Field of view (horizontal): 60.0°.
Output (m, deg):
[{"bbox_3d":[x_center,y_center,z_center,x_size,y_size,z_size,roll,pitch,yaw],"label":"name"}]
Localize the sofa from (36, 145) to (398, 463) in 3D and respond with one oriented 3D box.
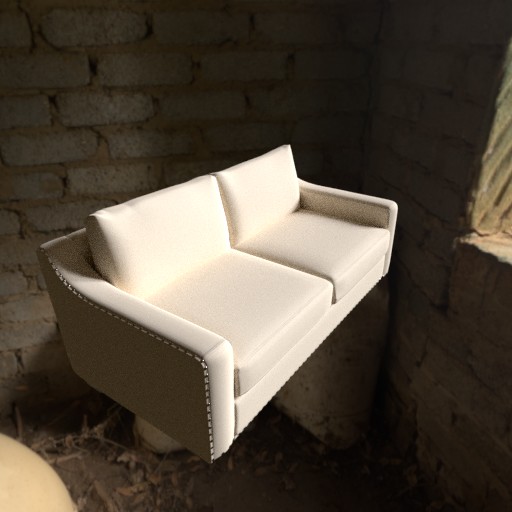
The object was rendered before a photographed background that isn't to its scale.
[{"bbox_3d":[0.000,0.000,2.355,0.949,0.830,1.812,18,32,31],"label":"sofa"}]
